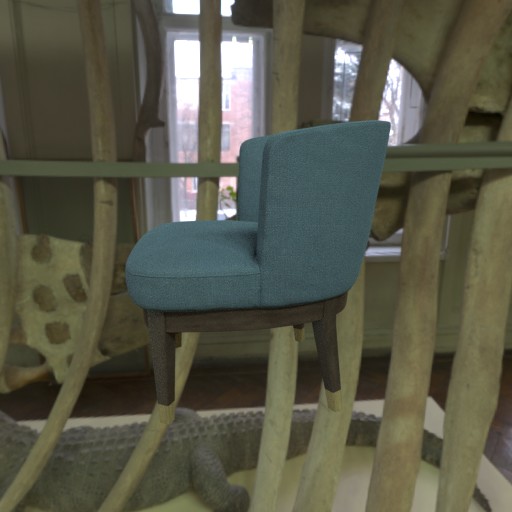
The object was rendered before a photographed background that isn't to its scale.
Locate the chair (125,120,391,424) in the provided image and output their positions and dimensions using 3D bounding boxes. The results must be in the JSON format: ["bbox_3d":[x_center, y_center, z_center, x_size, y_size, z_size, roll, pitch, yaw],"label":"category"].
[{"bbox_3d":[0.000,0.000,1.309,0.702,0.760,0.661,-2,14,-7],"label":"chair"}]
